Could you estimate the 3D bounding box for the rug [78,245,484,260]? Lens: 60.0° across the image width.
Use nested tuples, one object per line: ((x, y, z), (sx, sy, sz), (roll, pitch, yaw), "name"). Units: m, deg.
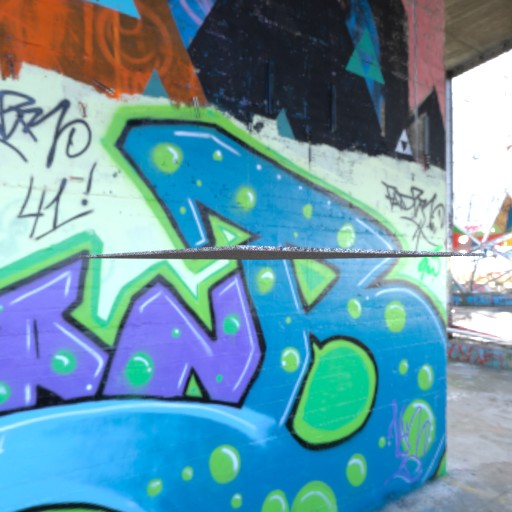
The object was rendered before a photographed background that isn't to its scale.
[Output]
((0.000, 0.000, 4.088), (2.401, 0.025, 3.000), (1, -1, -36), "rug")
